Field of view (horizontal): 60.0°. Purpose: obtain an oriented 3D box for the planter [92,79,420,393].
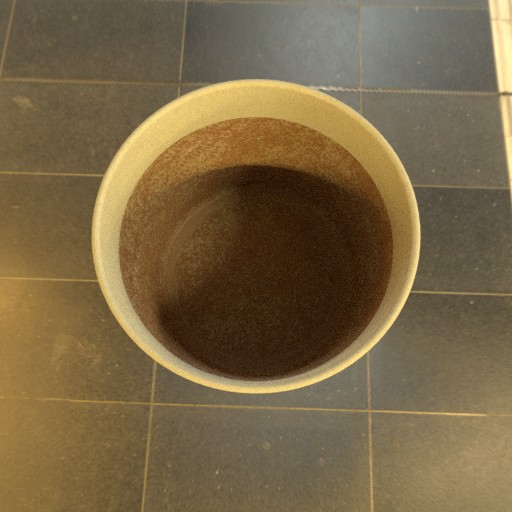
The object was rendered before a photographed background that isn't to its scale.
[{"bbox_3d":[0.000,0.000,0.279,0.159,0.138,0.159,0,76,0],"label":"planter"}]
